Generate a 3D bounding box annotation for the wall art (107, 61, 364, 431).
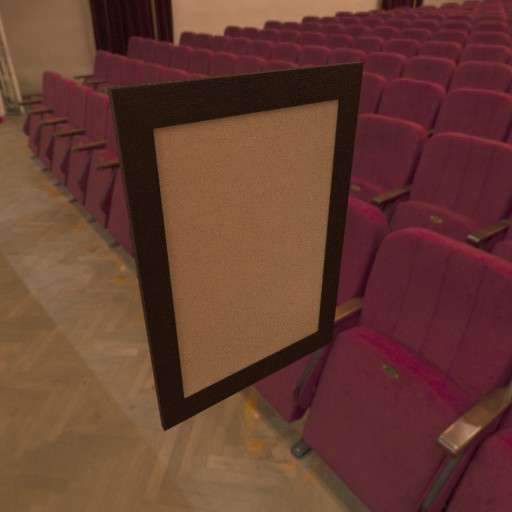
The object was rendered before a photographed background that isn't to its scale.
[{"bbox_3d":[0.000,0.000,0.658,0.359,0.508,0.013,-20,36,-30],"label":"wall art"}]
